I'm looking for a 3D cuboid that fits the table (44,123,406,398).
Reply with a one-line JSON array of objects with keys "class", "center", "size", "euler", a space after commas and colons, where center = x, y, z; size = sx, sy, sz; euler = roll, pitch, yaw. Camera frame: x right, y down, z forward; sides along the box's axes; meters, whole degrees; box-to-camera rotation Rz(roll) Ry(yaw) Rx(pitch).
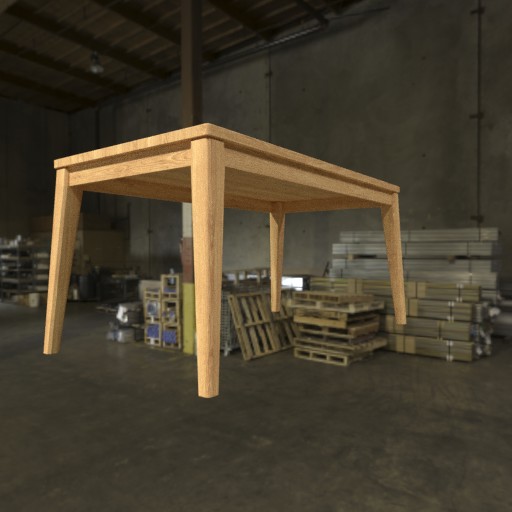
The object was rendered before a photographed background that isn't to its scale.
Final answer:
[{"class": "table", "center": [0.000, 0.000, 2.109], "size": [0.900, 0.760, 1.600], "euler": [0, 1, 37]}]
